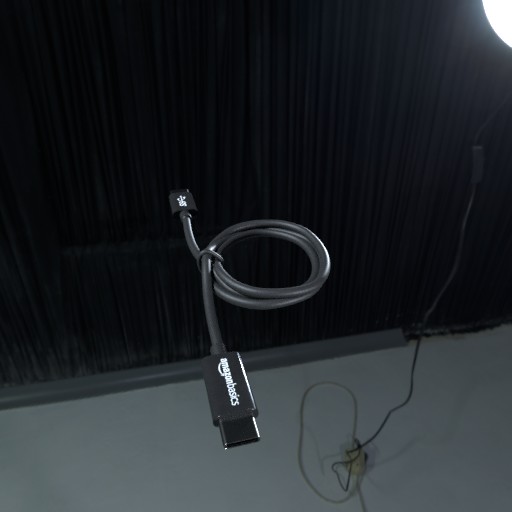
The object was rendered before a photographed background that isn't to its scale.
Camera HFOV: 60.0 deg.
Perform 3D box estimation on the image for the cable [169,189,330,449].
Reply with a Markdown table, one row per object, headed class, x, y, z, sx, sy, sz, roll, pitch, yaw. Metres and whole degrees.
| class | x | y | z | sx | sy | sz | roll | pitch | yaw |
| --- | --- | --- | --- | --- | --- | --- | --- | --- | --- |
| cable | 0.000 | 0.000 | 0.208 | 0.070 | 0.014 | 0.186 | -8 | 33 | -12 |
